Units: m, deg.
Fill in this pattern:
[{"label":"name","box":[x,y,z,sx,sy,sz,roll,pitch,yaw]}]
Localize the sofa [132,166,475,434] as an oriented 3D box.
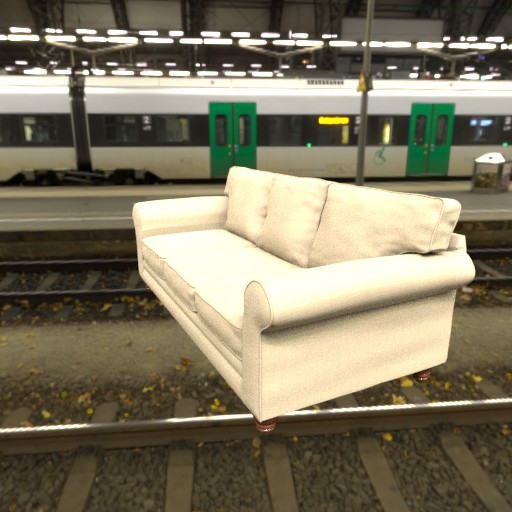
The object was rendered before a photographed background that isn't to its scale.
[{"label":"sofa","box":[0.000,0.000,2.556,0.998,0.889,2.118,-8,17,-26]}]
